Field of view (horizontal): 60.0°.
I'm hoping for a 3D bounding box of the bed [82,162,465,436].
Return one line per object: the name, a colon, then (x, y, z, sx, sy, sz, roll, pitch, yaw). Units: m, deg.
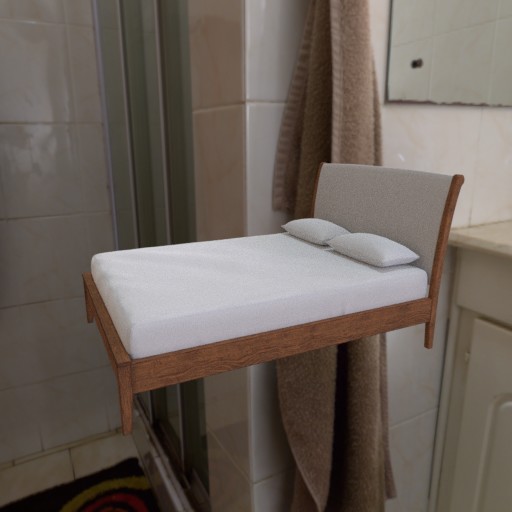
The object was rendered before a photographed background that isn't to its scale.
bed: (0.000, 0.000, 3.000, 2.108, 1.135, 1.502, -7, 17, -25)
